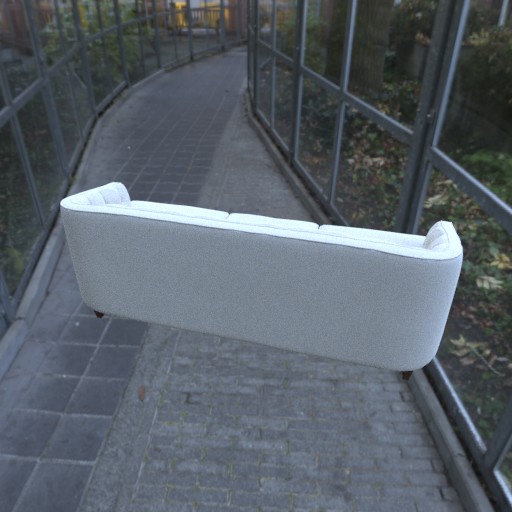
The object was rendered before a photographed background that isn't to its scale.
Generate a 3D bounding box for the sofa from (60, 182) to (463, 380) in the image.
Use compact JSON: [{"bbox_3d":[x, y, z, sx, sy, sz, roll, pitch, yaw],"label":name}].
[{"bbox_3d":[0.000,0.000,2.774,2.278,0.855,0.941,9,32,14],"label":"sofa"}]
